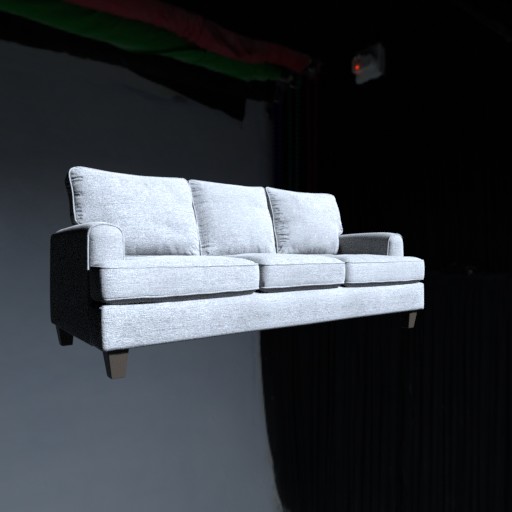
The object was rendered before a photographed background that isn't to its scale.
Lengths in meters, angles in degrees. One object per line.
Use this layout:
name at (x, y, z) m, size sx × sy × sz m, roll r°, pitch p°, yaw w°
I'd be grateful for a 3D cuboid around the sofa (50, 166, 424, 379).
sofa at (0.000, 0.000, 2.690) m, size 2.158 × 0.965 × 0.951 m, roll -1°, pitch 1°, yaw -36°
